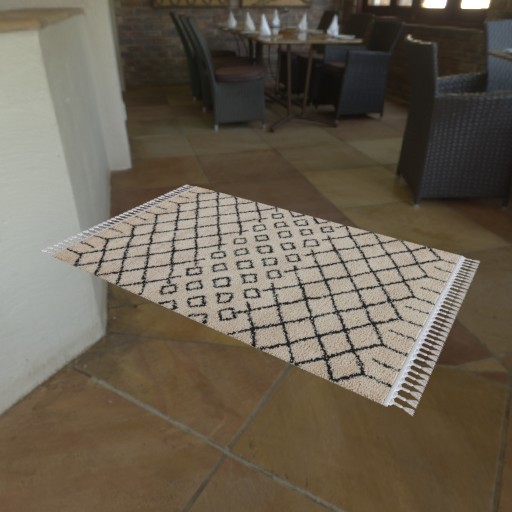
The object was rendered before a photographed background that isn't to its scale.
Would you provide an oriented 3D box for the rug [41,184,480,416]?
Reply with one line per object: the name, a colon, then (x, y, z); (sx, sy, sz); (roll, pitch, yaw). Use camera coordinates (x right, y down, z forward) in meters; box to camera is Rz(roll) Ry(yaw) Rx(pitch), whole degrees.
rug: (0.000, 0.000, 2.351); (2.006, 0.008, 1.196); (18, 35, 29)
